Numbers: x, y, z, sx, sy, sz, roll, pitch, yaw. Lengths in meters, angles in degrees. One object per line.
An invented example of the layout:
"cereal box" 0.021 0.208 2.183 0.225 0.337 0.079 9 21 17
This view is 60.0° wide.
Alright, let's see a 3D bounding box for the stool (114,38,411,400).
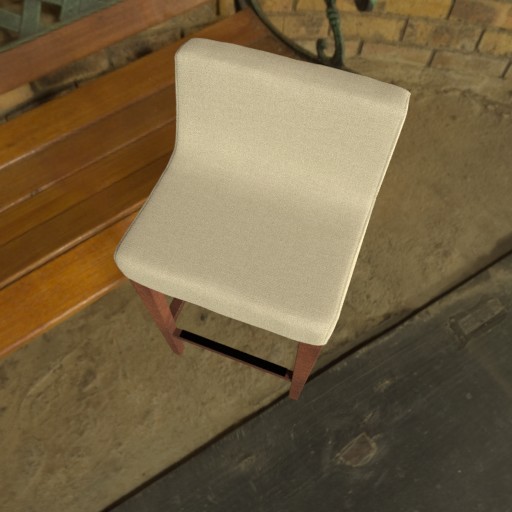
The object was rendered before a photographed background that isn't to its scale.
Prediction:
"stool" 0.000 0.000 1.229 0.511 0.937 0.500 18 62 10
